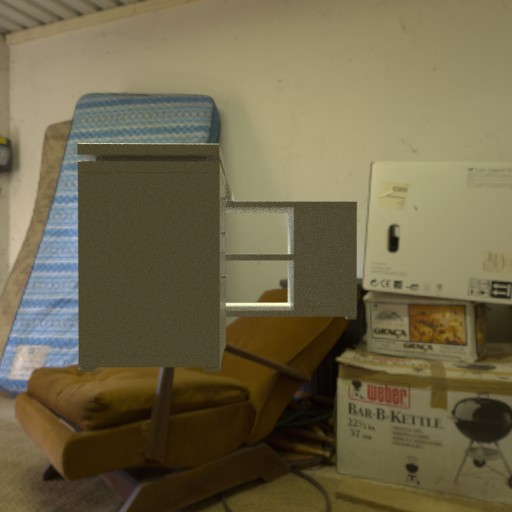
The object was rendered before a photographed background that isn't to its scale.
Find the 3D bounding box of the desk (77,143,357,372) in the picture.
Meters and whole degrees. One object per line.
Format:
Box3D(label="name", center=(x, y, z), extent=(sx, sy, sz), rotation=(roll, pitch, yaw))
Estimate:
Box3D(label="desk", center=(0.000, 0.000, 2.227), extent=(1.200, 0.753, 1.524), rotation=(0, 1, -1))
